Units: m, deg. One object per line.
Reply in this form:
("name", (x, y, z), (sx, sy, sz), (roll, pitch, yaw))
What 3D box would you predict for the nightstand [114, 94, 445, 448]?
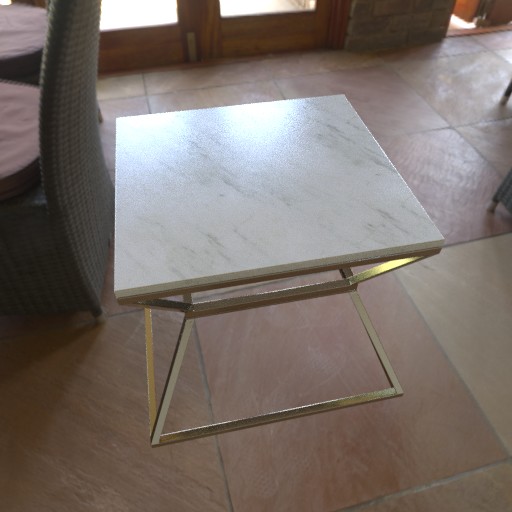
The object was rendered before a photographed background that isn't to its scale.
("nightstand", (0.000, 0.000, 0.897), (0.513, 0.426, 0.514), (-9, 48, -8))
